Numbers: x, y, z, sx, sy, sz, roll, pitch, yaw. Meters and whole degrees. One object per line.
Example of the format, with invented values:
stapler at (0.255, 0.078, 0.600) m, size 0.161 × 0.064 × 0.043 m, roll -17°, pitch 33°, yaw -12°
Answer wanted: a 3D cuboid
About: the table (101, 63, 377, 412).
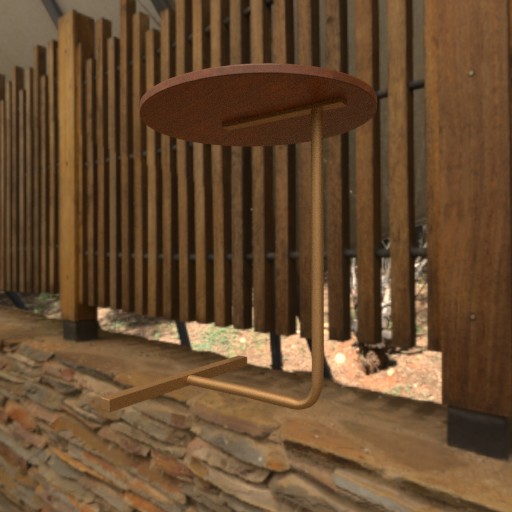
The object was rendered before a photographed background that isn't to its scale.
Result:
table at (0.000, 0.000, 1.085) m, size 0.577 × 0.706 × 0.530 m, roll 0°, pitch 0°, yaw 35°
